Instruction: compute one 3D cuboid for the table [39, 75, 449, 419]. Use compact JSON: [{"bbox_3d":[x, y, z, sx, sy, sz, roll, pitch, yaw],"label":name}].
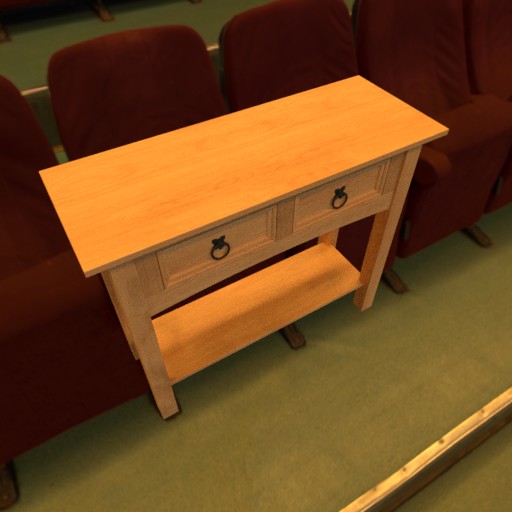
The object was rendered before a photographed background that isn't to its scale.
[{"bbox_3d":[0.000,0.000,1.289,0.900,0.728,0.340,-24,51,-21],"label":"table"}]
